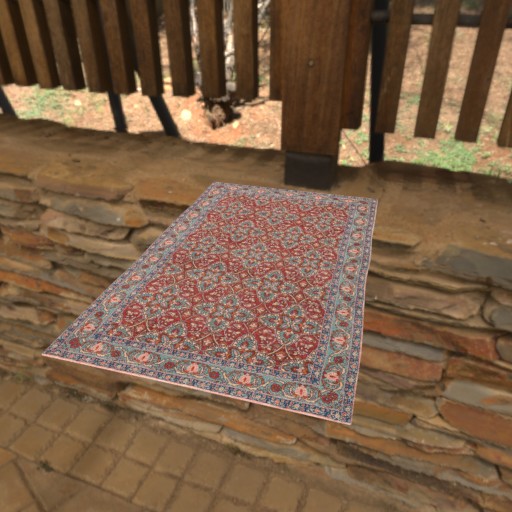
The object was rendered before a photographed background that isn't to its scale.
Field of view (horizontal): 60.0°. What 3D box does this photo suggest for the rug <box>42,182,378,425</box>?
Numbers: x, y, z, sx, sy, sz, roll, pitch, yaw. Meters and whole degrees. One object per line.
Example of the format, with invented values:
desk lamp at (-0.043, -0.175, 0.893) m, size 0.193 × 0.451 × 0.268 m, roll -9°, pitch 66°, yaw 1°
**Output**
rug at (0.000, 0.000, 3.034) m, size 1.533 × 0.011 × 2.439 m, roll 8°, pitch 32°, yaw 14°
